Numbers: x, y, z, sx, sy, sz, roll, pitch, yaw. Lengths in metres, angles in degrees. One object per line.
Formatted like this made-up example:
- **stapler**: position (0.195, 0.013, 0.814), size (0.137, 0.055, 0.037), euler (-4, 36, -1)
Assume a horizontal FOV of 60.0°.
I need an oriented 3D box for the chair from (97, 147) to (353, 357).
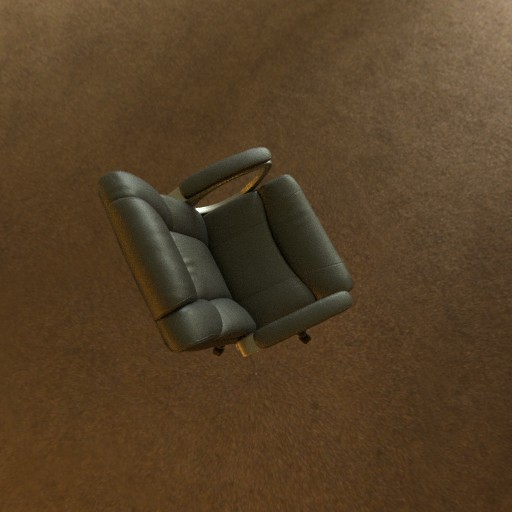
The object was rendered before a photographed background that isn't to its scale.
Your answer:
- **chair**: position (0.000, 0.000, 1.639), size (0.719, 1.130, 0.721), euler (-25, 77, -6)
